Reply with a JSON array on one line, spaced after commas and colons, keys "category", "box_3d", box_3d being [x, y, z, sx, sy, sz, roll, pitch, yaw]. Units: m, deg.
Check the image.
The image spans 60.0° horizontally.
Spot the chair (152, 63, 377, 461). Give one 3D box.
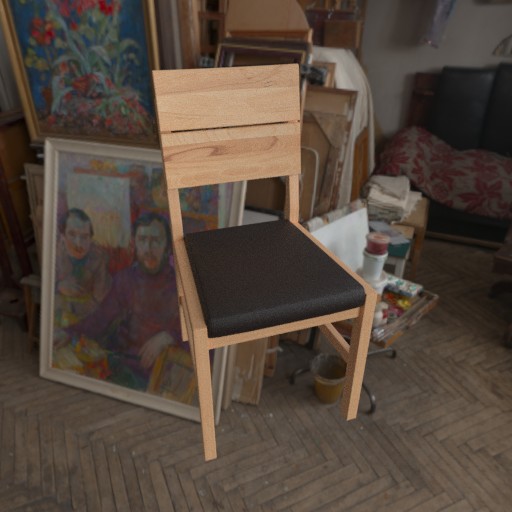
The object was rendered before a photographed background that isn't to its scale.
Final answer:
[{"category": "chair", "box_3d": [0.000, 0.000, 1.285, 0.475, 0.950, 0.560, -10, 32, -15]}]
